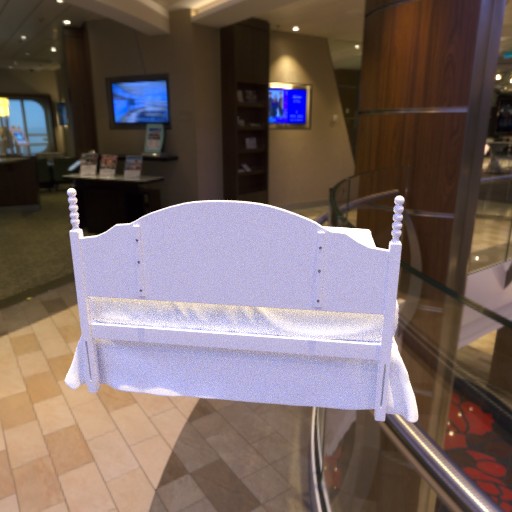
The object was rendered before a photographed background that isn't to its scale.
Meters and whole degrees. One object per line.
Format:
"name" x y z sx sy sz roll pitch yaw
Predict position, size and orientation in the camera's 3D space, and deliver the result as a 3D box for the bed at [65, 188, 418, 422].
"bed" 0.000 0.000 3.661 2.322 1.355 2.219 3 16 9
